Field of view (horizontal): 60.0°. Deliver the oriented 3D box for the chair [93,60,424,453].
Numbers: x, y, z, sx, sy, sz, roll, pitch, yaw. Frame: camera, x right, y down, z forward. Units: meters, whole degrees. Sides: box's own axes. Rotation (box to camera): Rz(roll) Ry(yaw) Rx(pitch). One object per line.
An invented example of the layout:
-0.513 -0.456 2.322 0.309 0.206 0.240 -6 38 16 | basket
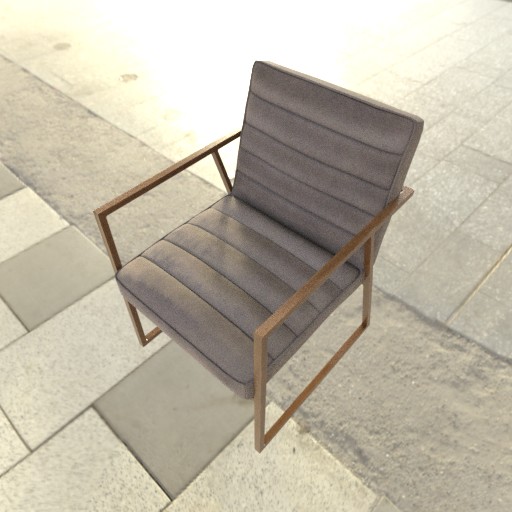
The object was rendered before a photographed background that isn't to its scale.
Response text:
0.000 0.000 1.314 0.578 0.843 0.682 33 55 27 | chair
